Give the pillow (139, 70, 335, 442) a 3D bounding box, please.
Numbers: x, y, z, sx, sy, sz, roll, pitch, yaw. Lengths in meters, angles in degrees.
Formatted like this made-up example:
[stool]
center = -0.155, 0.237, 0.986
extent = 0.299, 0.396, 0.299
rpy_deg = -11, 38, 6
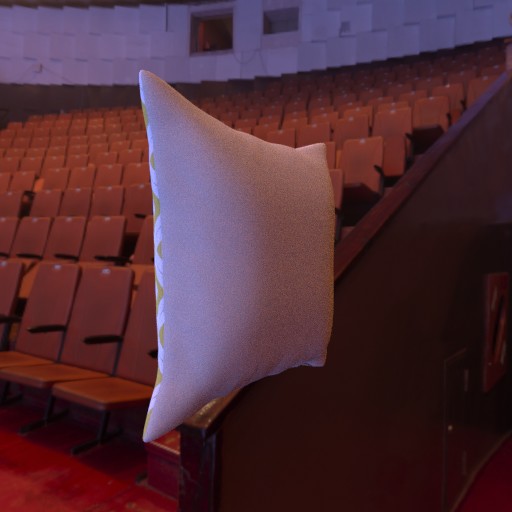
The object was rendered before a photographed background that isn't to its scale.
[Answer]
[pillow]
center = 0.000, 0.000, 0.784
extent = 0.188, 0.494, 0.504
rpy_deg = 1, 1, 37
